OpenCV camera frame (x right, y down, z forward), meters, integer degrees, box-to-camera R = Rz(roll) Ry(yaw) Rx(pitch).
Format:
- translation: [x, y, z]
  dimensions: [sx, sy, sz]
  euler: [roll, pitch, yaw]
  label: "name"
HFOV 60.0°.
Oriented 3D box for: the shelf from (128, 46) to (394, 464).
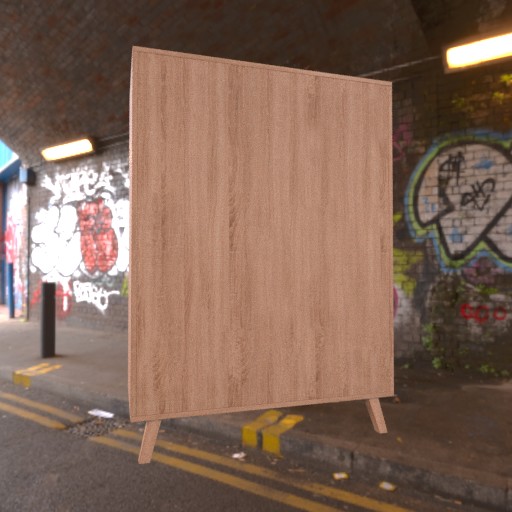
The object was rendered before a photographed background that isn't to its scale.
- translation: [0.000, 0.000, 1.827]
  dimensions: [1.000, 1.390, 0.450]
  euler: [0, -1, -17]
  label: "shelf"
